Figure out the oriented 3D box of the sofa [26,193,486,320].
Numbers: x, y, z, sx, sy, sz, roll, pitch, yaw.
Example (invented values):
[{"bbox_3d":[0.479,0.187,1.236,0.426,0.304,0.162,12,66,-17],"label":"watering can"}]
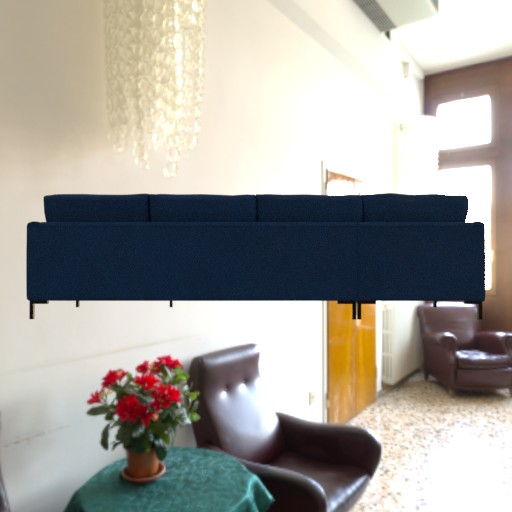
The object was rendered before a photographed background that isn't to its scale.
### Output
[{"bbox_3d":[0.000,0.000,3.184,2.486,0.687,1.707,0,0,0],"label":"sofa"}]
